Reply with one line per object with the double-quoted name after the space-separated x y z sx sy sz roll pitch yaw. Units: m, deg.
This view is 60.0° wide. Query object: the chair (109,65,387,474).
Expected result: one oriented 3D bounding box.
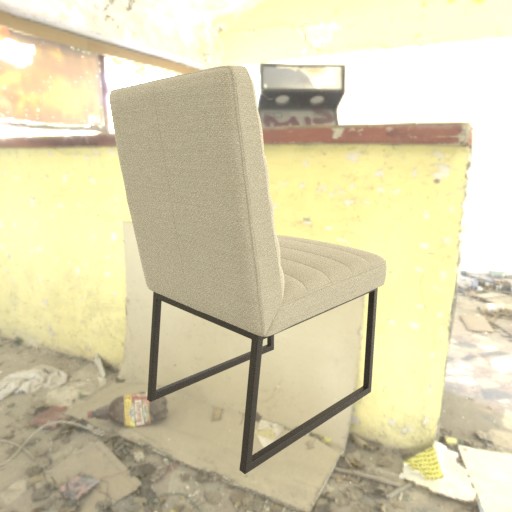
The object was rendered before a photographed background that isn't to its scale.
0.000 0.000 1.305 0.634 0.930 0.520 -12 18 -42 "chair"
